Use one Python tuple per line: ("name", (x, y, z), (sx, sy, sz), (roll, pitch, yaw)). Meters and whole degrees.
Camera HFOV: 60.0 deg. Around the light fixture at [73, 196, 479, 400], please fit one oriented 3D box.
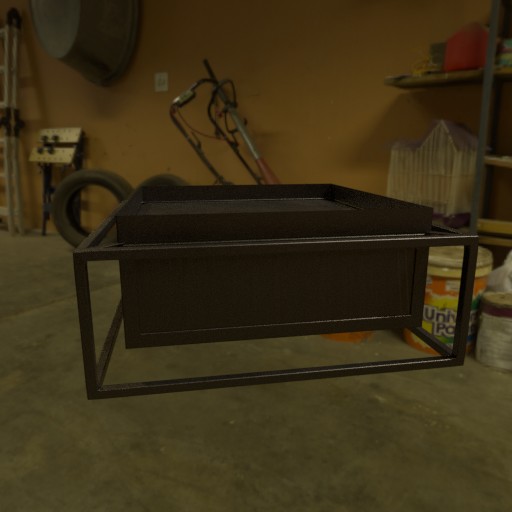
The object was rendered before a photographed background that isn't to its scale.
("light fixture", (0.000, 0.000, 0.695), (0.441, 0.191, 0.441), (-2, 14, -10))
